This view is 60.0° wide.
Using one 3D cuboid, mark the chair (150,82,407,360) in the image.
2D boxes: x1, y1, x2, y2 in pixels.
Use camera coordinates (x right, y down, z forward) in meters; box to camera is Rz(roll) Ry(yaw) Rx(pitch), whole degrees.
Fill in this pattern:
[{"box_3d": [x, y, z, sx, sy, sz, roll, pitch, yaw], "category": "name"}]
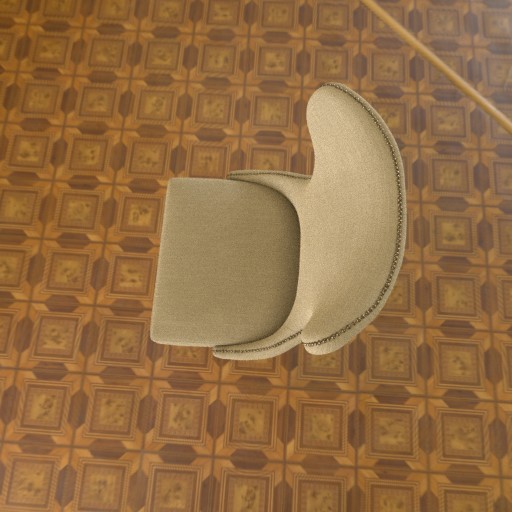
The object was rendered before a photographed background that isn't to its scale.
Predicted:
[{"box_3d": [0.000, 0.000, 1.374, 0.635, 0.967, 0.628, 3, 75, 1], "category": "chair"}]
